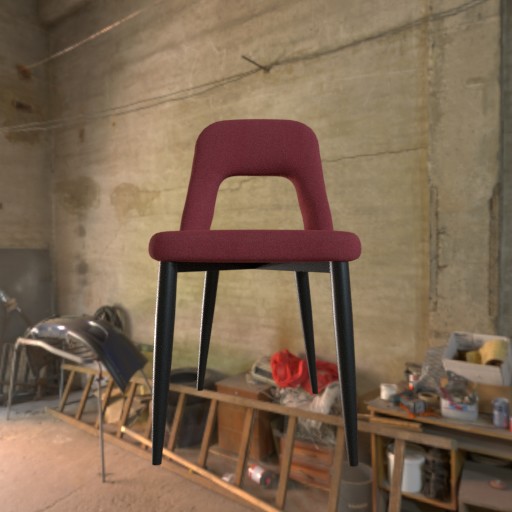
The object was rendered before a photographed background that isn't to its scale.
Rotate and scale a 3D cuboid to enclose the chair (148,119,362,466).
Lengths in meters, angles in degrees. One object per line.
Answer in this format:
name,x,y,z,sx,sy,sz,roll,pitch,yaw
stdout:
chair,0.000,0.000,1.204,0.483,0.892,0.569,0,1,1
